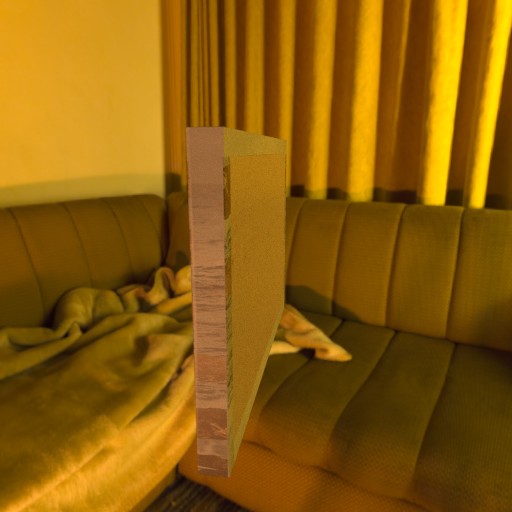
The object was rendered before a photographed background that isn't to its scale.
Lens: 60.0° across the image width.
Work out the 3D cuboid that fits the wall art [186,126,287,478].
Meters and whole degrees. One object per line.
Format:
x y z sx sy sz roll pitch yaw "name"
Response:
0.000 0.000 0.780 0.041 0.407 0.606 2 14 9 "wall art"
